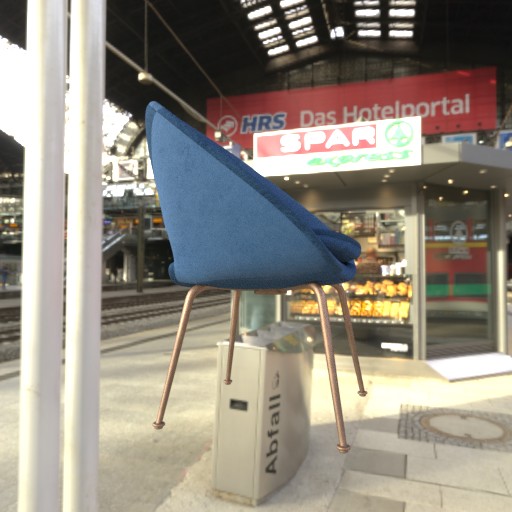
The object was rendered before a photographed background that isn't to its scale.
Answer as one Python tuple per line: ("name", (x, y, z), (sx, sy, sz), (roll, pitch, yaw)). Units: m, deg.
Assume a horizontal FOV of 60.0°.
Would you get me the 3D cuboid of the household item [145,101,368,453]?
("household item", (0.000, 0.000, 1.244), (0.573, 0.852, 0.623), (-1, -2, 19))
